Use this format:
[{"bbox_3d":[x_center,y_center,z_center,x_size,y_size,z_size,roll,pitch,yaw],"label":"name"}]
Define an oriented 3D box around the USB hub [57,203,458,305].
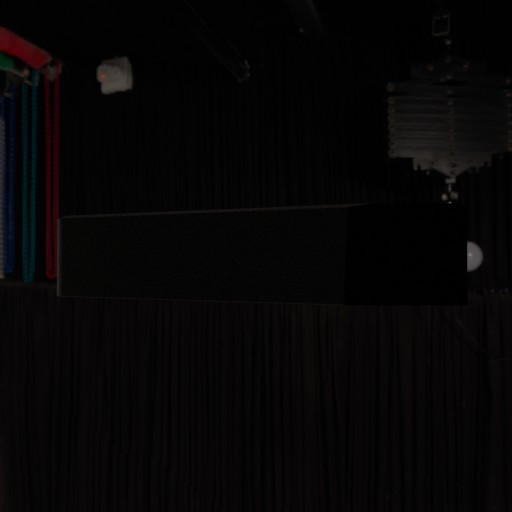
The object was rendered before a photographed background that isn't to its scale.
[{"bbox_3d":[0.000,0.000,0.130,0.110,0.023,0.044,0,-1,19],"label":"USB hub"}]
